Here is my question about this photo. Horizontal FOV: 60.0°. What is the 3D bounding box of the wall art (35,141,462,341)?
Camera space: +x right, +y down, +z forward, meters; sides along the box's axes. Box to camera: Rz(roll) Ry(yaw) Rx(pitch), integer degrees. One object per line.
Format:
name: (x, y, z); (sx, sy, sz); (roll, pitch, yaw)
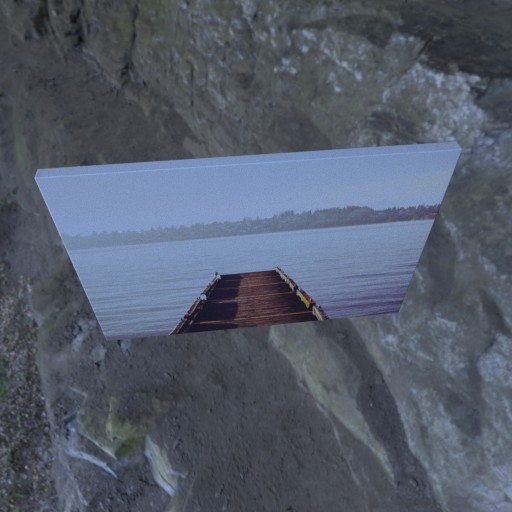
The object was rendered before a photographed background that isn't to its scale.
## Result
wall art: (0.000, 0.000, 1.472); (1.149, 0.765, 0.040); (-5, 47, -5)
